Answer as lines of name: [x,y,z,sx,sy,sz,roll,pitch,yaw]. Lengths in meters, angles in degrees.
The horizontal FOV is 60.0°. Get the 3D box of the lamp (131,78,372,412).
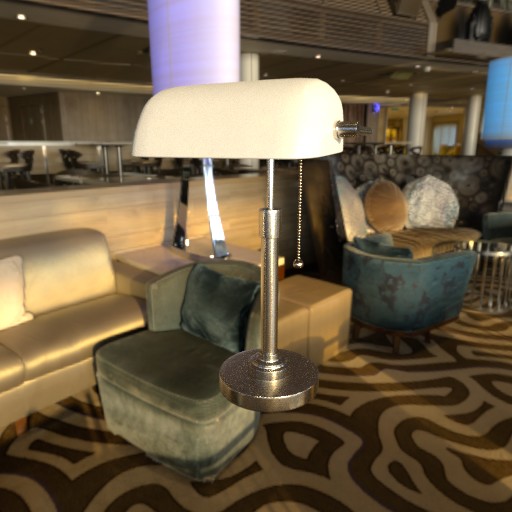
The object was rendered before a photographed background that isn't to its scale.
lamp: [0.000,0.000,0.562,0.269,0.404,0.227,7,16,26]
